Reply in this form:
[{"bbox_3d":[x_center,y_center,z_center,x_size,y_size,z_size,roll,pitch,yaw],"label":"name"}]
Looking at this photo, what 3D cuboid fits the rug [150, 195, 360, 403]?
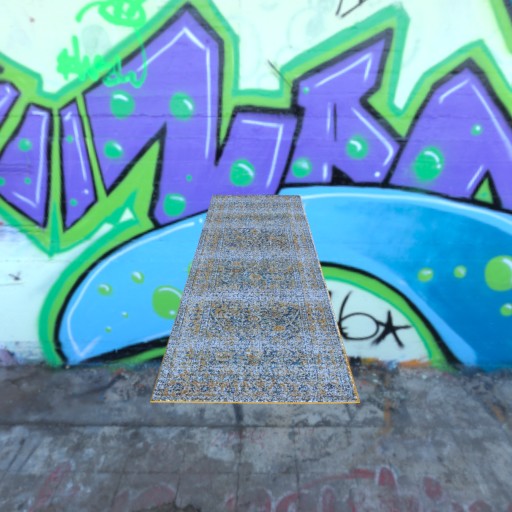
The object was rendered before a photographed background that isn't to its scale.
[{"bbox_3d":[0.000,0.000,2.521,0.704,0.014,2.294,0,25,0],"label":"rug"}]
